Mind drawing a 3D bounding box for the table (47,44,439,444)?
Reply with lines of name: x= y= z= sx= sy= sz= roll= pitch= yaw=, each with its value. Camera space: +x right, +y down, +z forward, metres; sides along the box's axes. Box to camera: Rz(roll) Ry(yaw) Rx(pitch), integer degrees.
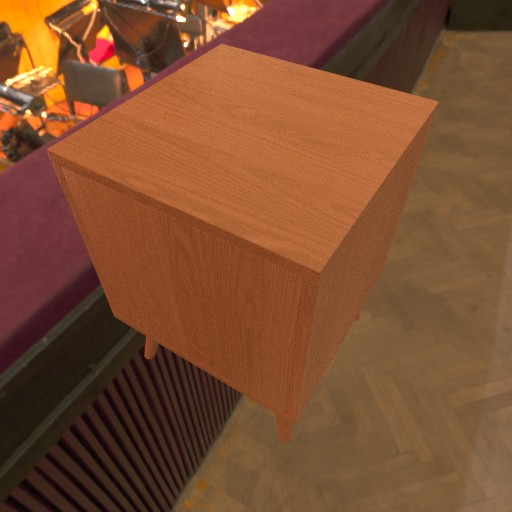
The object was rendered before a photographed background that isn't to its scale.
table: x=0.000 y=0.000 z=0.827 sx=0.400 sy=0.550 sz=0.400 roll=25 pitch=52 yaw=21
